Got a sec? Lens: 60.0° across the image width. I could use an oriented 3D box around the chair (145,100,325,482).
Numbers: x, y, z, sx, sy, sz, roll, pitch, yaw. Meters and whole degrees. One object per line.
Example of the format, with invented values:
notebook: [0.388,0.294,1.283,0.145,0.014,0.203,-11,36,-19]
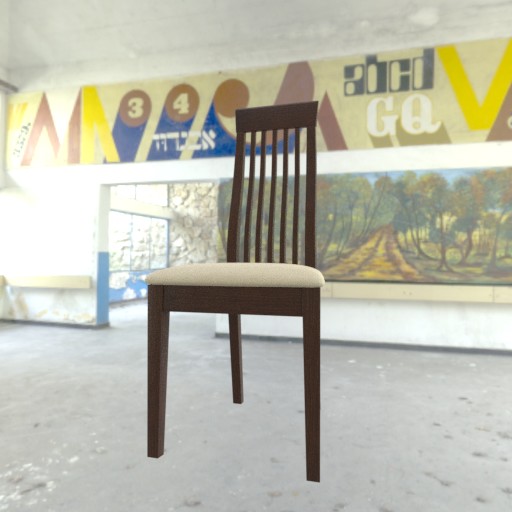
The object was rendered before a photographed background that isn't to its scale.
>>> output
chair: [0.000,0.000,1.286,0.460,1.027,0.474,0,0,17]
